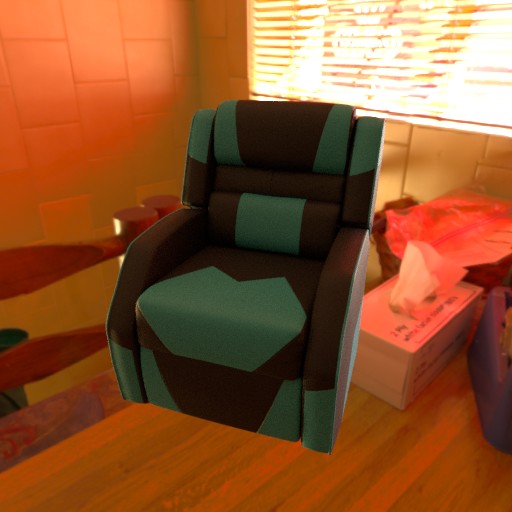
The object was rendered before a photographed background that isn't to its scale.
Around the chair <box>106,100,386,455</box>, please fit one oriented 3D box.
[{"bbox_3d":[0.000,0.000,1.301,0.620,0.805,0.672,8,27,17],"label":"chair"}]
